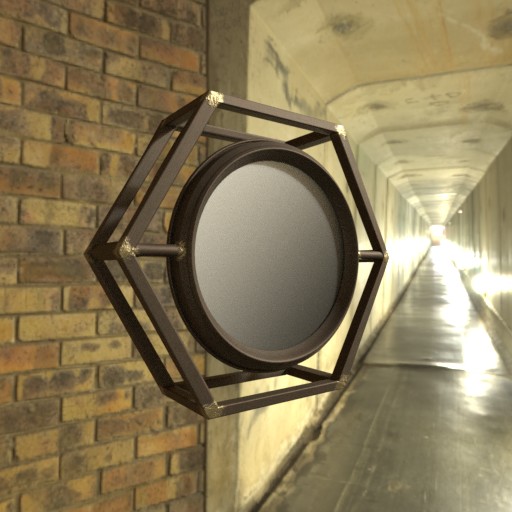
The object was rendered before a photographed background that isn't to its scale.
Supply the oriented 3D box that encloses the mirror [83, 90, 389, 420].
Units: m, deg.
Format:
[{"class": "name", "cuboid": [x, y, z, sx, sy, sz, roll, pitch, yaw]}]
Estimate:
[{"class": "mirror", "cuboid": [0.000, 0.000, 0.548, 0.380, 0.334, 0.119, 1, -2, -36]}]
